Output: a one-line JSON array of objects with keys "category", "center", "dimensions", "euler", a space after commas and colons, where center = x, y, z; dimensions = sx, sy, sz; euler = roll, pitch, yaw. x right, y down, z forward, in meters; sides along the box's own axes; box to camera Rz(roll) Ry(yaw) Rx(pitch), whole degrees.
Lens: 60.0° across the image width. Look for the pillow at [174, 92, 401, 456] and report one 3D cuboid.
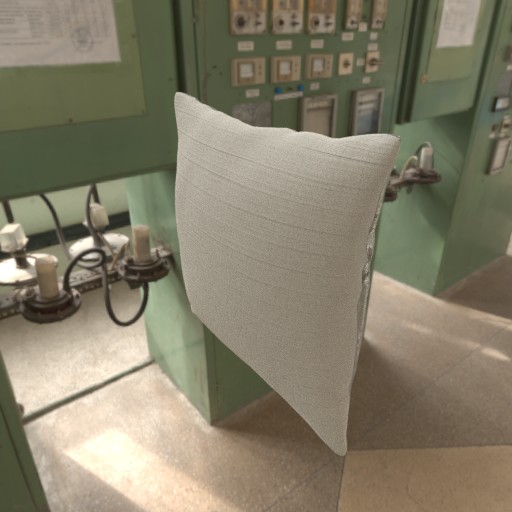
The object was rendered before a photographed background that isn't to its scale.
[{"category": "pillow", "center": [0.000, 0.000, 0.717], "dimensions": [0.175, 0.464, 0.470], "euler": [-19, 33, -32]}]
